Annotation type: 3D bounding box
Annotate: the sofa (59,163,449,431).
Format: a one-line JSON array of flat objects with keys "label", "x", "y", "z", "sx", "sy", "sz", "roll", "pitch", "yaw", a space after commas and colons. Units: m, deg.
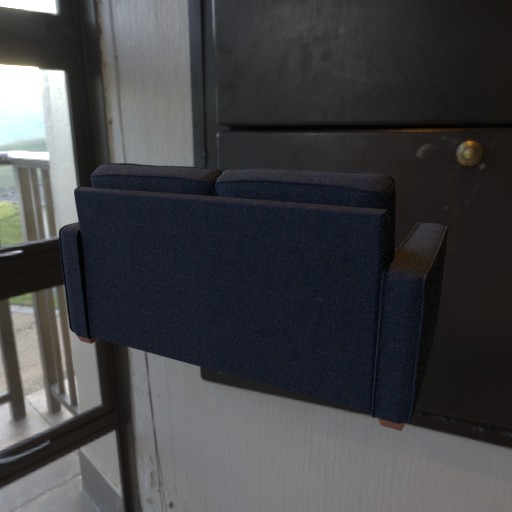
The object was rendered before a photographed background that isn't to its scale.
[{"label": "sofa", "x": 0.000, "y": 0.000, "z": 2.210, "sx": 1.709, "sy": 0.918, "sz": 0.947, "roll": 8, "pitch": 17, "yaw": 26}]
